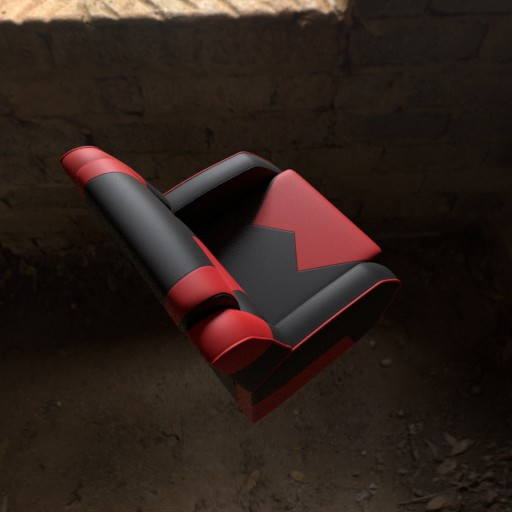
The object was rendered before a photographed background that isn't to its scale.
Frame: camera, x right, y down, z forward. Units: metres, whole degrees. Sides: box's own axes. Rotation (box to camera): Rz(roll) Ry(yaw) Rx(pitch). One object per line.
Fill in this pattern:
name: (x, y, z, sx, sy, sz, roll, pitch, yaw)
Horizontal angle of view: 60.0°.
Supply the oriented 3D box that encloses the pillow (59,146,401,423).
pillow: (0.000, 0.000, 1.284, 0.672, 0.805, 0.620, -33, 64, -19)
